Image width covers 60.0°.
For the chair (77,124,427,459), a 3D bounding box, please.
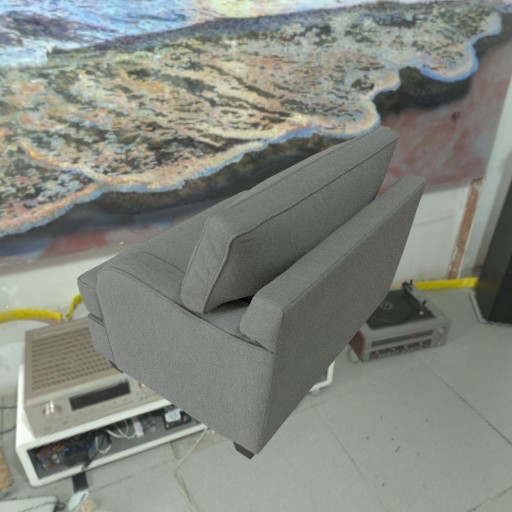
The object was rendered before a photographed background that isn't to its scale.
[{"bbox_3d":[0.000,0.000,1.986,1.041,1.016,1.220,21,37,30],"label":"chair"}]
